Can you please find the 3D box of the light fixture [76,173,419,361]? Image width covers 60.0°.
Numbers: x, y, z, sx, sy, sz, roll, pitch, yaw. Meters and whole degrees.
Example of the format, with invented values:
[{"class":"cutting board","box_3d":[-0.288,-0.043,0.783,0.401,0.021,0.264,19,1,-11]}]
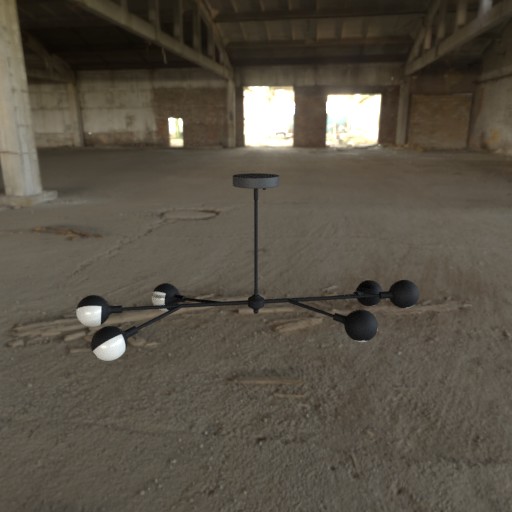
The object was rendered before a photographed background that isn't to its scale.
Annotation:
[{"class":"light fixture","box_3d":[0.000,0.000,1.009,0.778,0.362,0.434,2,17,7]}]
